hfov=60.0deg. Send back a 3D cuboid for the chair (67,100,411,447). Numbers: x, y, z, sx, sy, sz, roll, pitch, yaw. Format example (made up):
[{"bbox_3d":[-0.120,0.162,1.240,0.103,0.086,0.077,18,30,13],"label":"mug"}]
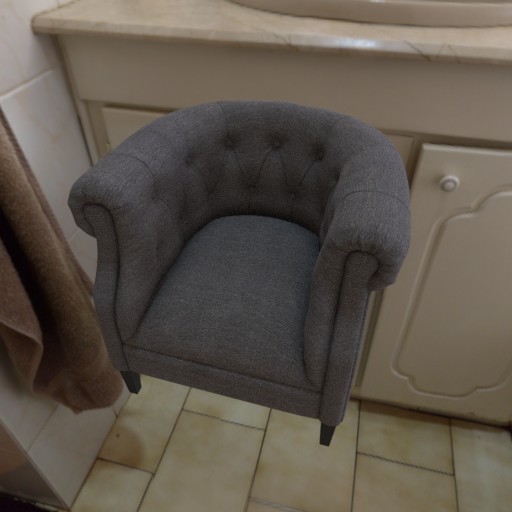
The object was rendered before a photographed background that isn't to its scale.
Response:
[{"bbox_3d":[0.000,0.000,1.536,0.905,0.827,0.852,11,41,12],"label":"chair"}]
